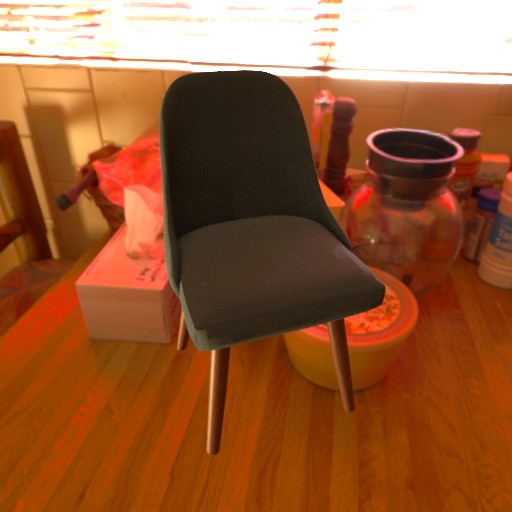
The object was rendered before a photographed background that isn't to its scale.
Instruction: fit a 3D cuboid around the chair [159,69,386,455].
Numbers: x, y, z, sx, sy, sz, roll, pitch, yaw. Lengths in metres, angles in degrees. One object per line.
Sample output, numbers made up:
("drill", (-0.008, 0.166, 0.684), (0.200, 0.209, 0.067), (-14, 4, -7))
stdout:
("chair", (0.000, 0.000, 1.238), (0.503, 0.882, 0.589), (-11, 33, -17))
